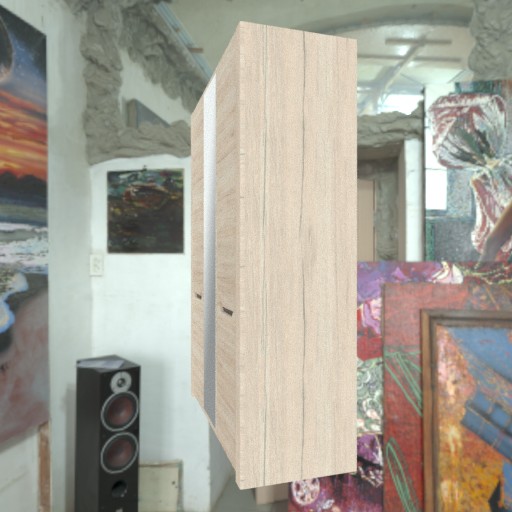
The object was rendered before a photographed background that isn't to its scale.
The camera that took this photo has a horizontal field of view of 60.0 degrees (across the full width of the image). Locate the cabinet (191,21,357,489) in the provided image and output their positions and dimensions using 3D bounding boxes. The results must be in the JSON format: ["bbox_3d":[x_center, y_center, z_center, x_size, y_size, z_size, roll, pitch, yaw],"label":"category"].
[{"bbox_3d":[0.000,0.000,2.703,0.580,2.070,1.400,0,0,-17],"label":"cabinet"}]
